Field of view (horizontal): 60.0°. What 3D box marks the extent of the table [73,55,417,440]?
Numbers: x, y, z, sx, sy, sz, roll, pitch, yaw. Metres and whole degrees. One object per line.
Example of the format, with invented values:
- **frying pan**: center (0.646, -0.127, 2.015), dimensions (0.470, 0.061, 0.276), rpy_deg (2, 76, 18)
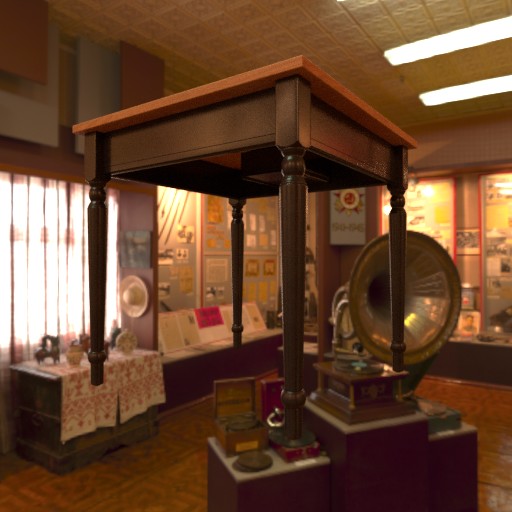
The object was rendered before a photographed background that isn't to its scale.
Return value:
- **table**: center (0.000, 0.000, 1.340), dimensions (0.747, 0.738, 0.747), rpy_deg (0, -1, 36)
